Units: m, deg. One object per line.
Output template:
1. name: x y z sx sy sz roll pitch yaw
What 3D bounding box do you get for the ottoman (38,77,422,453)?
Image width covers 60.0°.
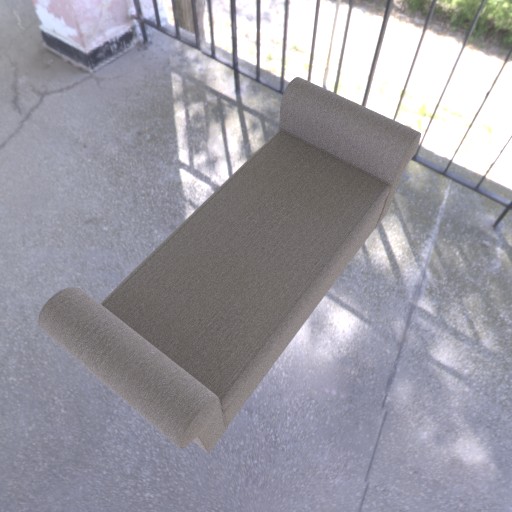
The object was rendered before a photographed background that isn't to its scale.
1. ottoman: 0.000 0.000 1.543 0.521 0.547 1.256 32 63 19
